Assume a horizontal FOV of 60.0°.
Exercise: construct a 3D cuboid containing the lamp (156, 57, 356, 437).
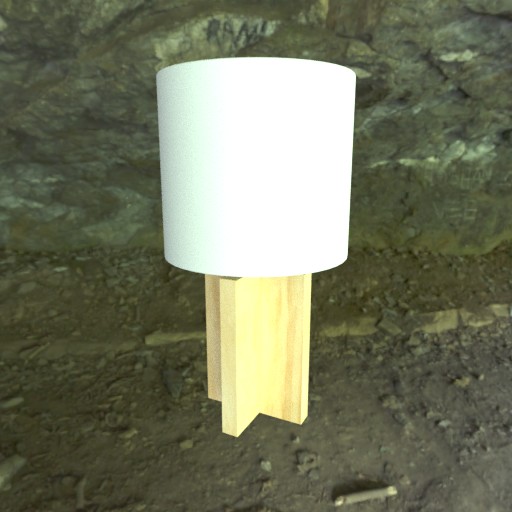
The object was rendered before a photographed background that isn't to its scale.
[{"bbox_3d":[0.000,0.000,0.566,0.229,0.428,0.229,7,14,26],"label":"lamp"}]
